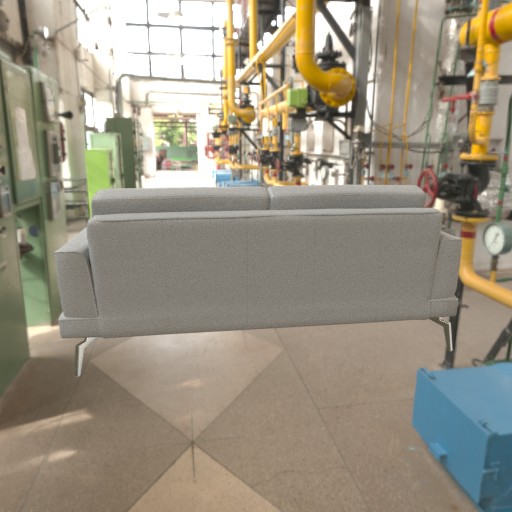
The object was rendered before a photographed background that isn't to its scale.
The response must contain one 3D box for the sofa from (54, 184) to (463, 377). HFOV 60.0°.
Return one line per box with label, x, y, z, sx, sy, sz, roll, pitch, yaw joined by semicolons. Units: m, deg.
sofa;0.000;0.000;2.783;2.177;0.930;1.121;-2;14;-8
